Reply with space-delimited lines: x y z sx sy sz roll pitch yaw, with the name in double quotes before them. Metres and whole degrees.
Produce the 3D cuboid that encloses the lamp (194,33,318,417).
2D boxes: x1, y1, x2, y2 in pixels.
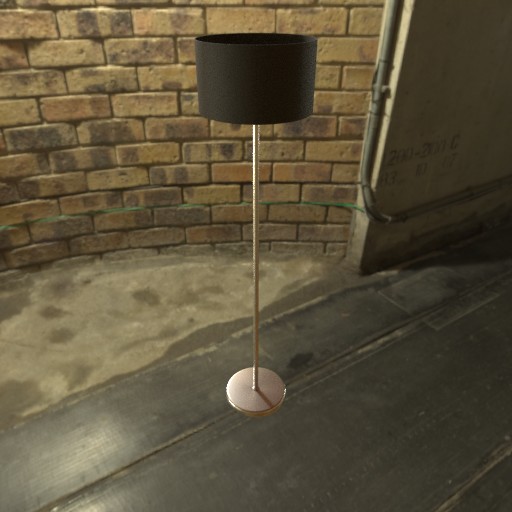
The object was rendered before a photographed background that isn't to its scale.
"lamp" 0.000 0.000 1.630 0.348 1.443 0.348 10 33 16
